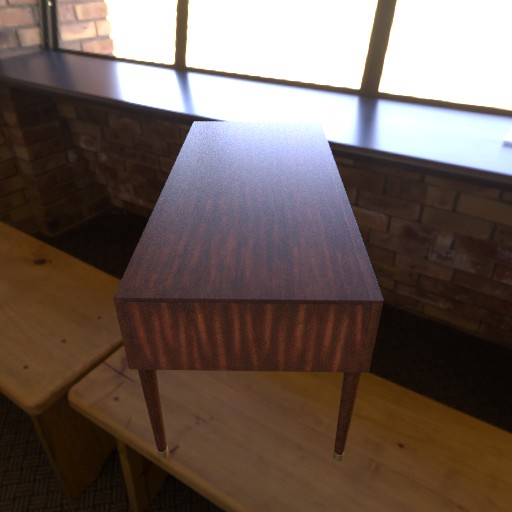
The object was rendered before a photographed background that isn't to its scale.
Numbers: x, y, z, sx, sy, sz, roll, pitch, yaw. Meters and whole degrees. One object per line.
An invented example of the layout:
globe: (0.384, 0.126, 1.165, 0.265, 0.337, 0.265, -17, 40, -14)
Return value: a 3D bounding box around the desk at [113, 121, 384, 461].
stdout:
desk: (0.000, 0.000, 2.028, 0.724, 0.762, 1.575, 1, 33, 1)
